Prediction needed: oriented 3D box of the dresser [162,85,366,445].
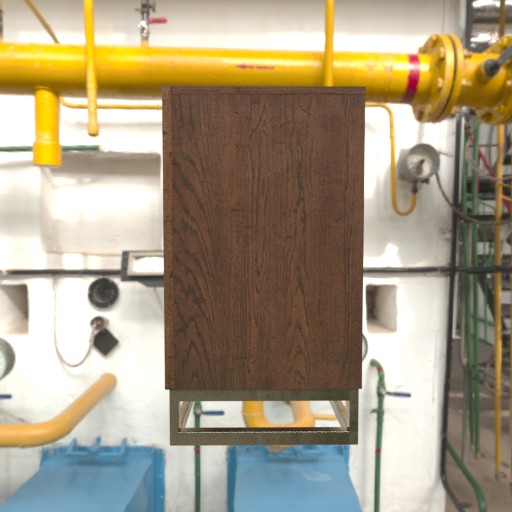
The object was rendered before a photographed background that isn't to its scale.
[{"bbox_3d":[0.000,0.000,2.124,0.623,1.061,1.646,0,3,-1],"label":"dresser"}]
